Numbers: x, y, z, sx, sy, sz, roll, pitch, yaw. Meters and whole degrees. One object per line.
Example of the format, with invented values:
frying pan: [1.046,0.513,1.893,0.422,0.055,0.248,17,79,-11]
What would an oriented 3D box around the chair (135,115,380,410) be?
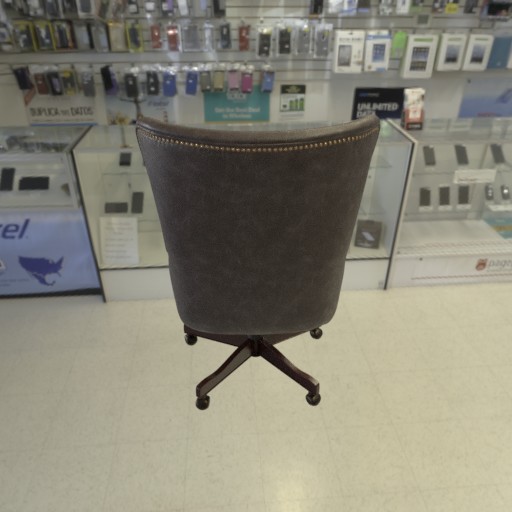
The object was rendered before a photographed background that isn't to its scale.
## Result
chair: [0.000,0.000,1.477,0.594,1.037,0.717,-1,32,-2]
